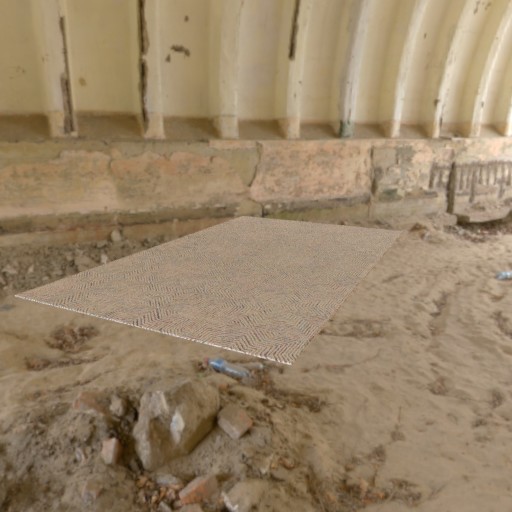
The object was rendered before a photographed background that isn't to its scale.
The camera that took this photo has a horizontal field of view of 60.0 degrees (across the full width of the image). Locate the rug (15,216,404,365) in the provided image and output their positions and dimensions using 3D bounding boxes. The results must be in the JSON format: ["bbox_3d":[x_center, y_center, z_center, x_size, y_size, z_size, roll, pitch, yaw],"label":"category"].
[{"bbox_3d":[0.000,0.000,2.959,1.519,0.007,2.428,8,18,26],"label":"rug"}]
